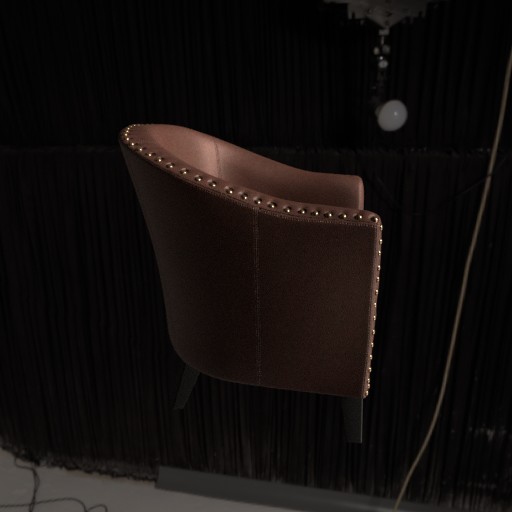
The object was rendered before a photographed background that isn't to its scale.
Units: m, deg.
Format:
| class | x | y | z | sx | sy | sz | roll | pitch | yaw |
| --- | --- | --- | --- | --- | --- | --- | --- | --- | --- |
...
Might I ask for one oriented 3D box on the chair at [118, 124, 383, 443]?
| class | x | y | z | sx | sy | sz | roll | pitch | yaw |
| --- | --- | --- | --- | --- | --- | --- | --- | --- | --- |
| chair | 0.000 | 0.000 | 1.442 | 0.748 | 0.823 | 0.794 | 3 | 17 | 9 |
